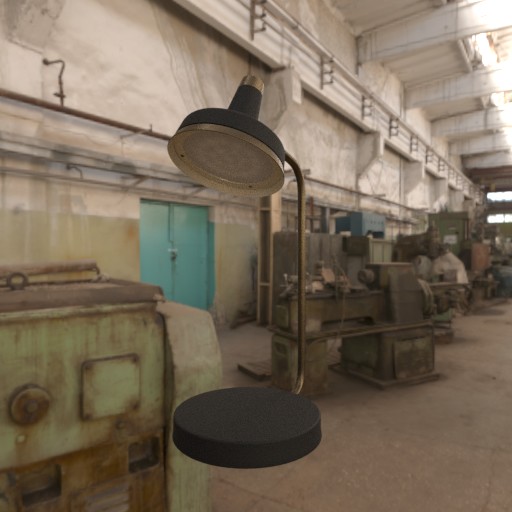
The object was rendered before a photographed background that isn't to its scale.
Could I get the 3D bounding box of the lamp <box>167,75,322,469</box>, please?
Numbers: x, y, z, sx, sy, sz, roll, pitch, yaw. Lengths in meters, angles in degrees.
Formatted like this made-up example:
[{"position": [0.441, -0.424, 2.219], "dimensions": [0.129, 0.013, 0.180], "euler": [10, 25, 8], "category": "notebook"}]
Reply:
[{"position": [0.000, 0.000, 0.494], "dimensions": [0.162, 0.385, 0.218], "euler": [1, 2, 35], "category": "lamp"}]
